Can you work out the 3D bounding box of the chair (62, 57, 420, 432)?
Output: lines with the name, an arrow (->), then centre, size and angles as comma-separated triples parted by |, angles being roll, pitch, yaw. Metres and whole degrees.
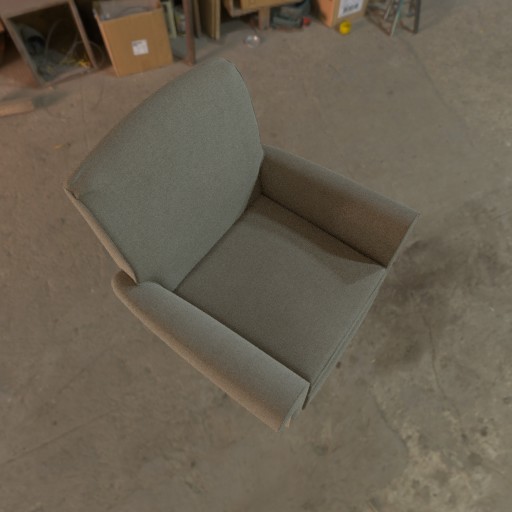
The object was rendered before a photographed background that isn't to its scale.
chair -> 0.000, 0.000, 1.705 | 0.905, 1.061, 0.978 | 32, 64, 18
